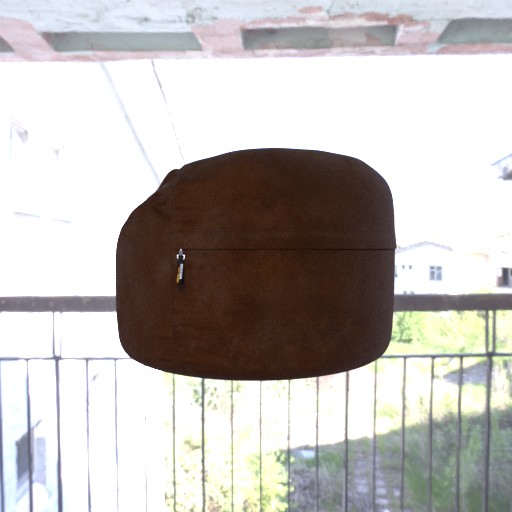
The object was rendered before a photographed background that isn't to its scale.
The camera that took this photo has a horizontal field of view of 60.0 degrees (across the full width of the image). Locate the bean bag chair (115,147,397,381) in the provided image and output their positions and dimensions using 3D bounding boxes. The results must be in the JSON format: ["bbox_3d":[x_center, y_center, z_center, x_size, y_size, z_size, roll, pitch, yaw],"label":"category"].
[{"bbox_3d":[0.000,0.000,1.509,0.918,0.616,0.918,0,1,0],"label":"bean bag chair"}]
